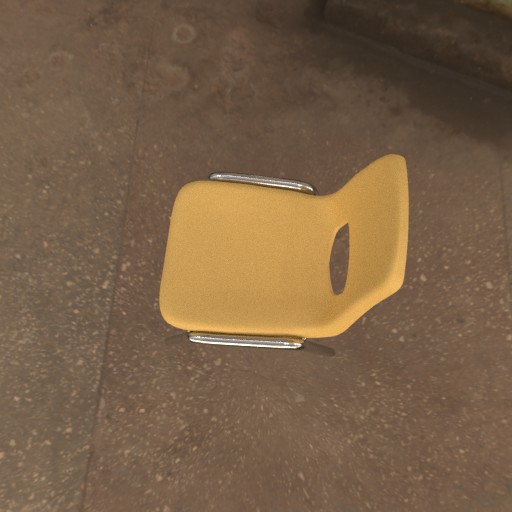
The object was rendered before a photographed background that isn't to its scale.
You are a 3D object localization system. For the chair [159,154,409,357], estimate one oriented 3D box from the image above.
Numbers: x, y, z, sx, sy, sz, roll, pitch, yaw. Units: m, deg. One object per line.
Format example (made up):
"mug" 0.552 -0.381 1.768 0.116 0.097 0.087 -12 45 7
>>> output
"chair" 0.000 0.000 0.862 0.423 0.586 0.354 5 75 1
